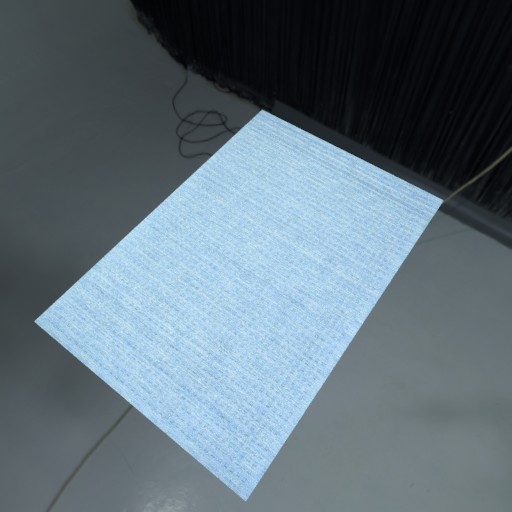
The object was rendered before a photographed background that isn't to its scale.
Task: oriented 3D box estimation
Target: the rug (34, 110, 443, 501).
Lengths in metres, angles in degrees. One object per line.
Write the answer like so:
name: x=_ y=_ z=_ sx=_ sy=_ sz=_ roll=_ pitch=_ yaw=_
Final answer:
rug: x=0.000 y=0.000 z=3.616 sx=1.982 sy=0.006 sz=2.895 roll=32 pitch=64 yaw=18
